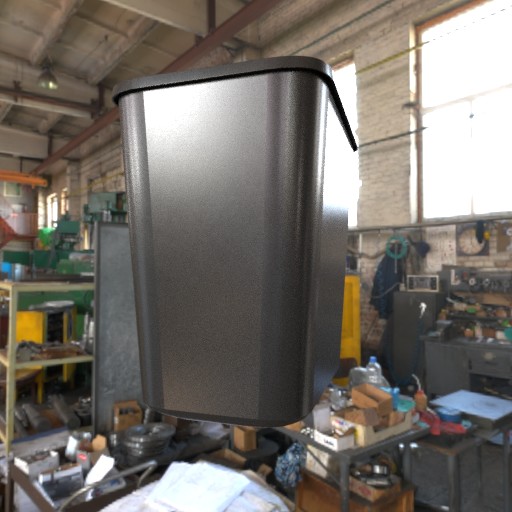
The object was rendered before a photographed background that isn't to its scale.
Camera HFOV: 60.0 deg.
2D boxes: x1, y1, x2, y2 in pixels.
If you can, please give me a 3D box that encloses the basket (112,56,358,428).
[{"bbox_3d":[0.000,0.000,0.507,0.211,0.307,0.300,0,-1,18],"label":"basket"}]
